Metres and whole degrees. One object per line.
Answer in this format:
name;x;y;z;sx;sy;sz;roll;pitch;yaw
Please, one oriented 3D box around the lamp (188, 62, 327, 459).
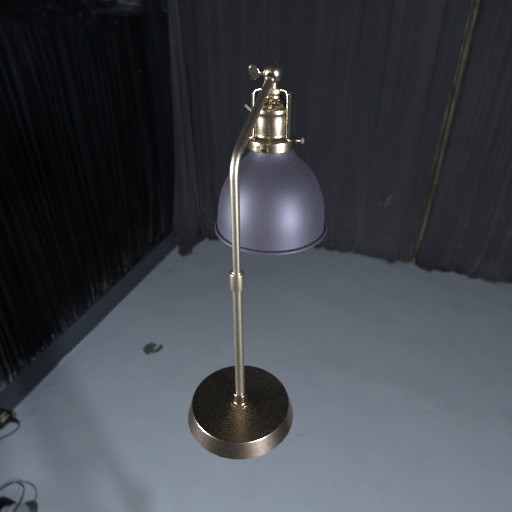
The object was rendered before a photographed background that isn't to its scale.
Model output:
lamp;0.000;0.000;0.585;0.160;0.456;0.291;10;33;16
